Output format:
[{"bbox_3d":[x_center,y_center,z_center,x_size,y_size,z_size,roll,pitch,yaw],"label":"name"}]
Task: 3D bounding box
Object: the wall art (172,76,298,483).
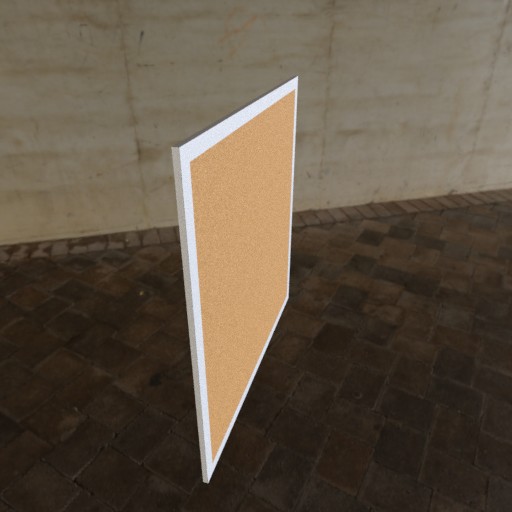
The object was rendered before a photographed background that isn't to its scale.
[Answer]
[{"bbox_3d":[0.000,0.000,1.202,0.013,0.813,0.812,9,31,15],"label":"wall art"}]
